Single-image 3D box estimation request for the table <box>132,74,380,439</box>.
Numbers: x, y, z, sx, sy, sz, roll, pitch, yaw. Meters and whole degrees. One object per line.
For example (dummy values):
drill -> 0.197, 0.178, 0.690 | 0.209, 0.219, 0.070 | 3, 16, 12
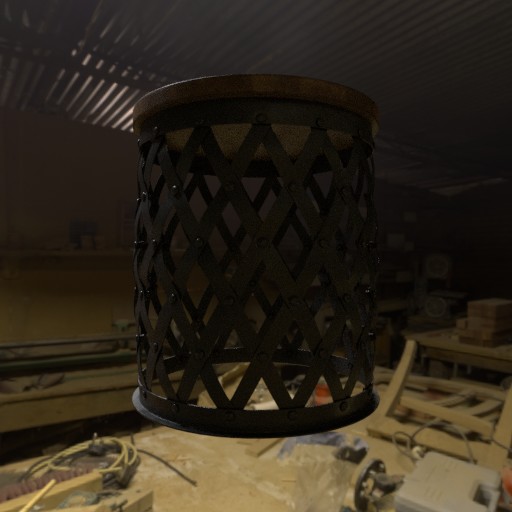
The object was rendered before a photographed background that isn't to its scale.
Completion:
table -> 0.000, 0.000, 0.753 | 0.405, 0.454, 0.405 | 0, 0, 0
